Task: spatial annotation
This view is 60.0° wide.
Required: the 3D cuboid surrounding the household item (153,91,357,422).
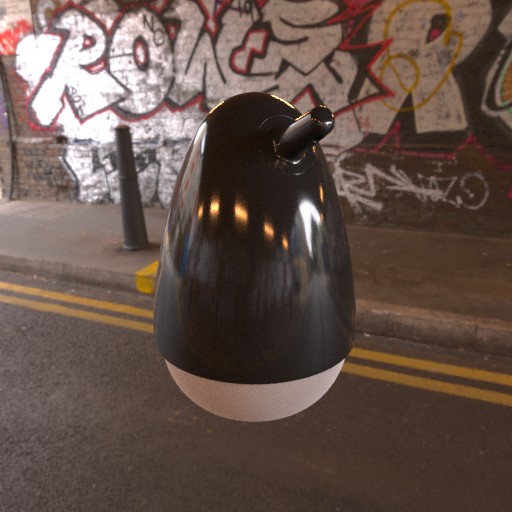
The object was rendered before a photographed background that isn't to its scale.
[{"bbox_3d":[0.000,0.000,0.218,0.102,0.152,0.104,-9,18,-28],"label":"household item"}]
